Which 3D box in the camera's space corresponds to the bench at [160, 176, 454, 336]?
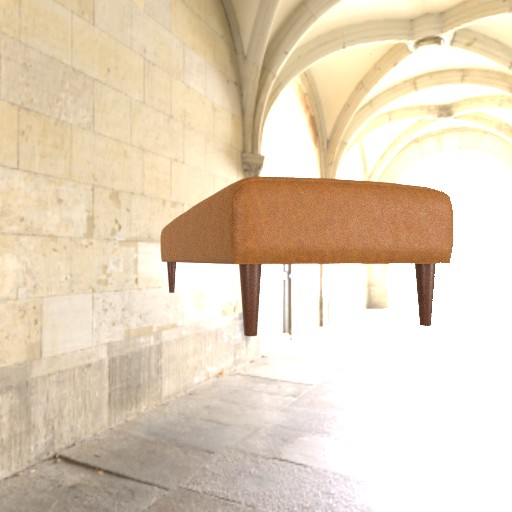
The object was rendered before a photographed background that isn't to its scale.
[{"bbox_3d":[0.000,0.000,1.859,0.653,0.399,1.610,0,-1,-18],"label":"bench"}]
